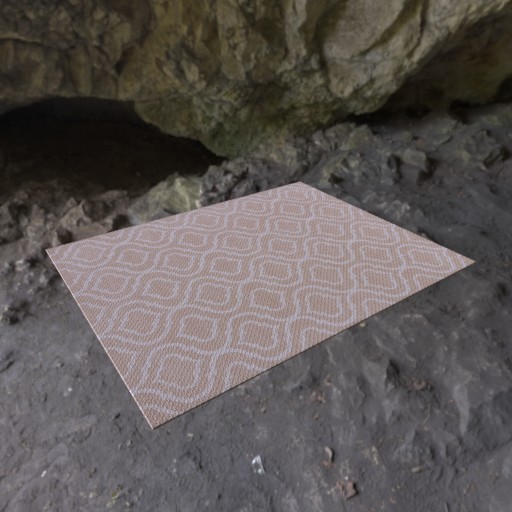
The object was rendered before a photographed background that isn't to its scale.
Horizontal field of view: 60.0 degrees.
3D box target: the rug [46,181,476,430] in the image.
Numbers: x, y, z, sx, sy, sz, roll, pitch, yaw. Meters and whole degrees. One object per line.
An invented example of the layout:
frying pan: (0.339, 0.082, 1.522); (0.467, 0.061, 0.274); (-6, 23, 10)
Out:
rug: (0.000, 0.000, 3.793); (2.894, 0.013, 2.286); (-19, 35, -30)
